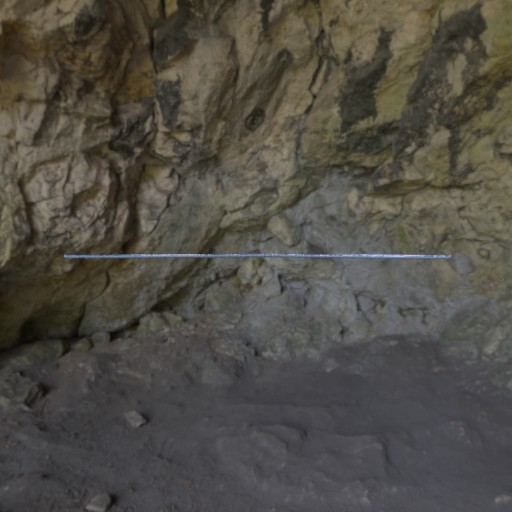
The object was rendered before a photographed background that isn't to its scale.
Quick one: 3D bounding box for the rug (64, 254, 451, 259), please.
[{"bbox_3d":[0.000,0.000,2.187,1.145,0.021,1.777,0,0,0],"label":"rug"}]
